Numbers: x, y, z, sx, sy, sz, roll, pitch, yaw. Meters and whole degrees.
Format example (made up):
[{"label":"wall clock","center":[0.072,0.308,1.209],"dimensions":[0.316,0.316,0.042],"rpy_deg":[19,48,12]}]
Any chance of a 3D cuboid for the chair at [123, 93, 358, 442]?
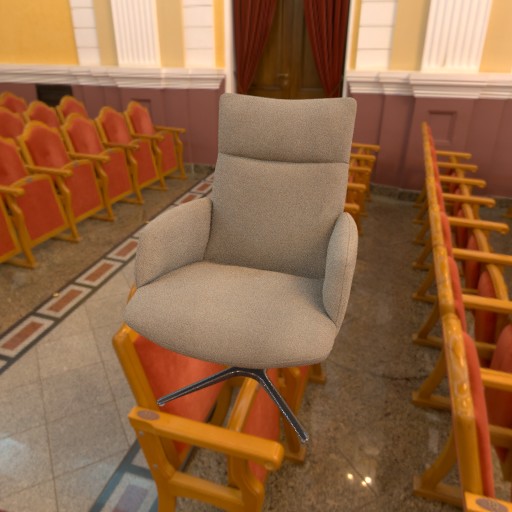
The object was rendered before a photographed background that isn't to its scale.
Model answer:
[{"label":"chair","center":[0.000,0.000,1.594],"dimensions":[0.711,1.016,0.889],"rpy_deg":[8,27,16]}]
